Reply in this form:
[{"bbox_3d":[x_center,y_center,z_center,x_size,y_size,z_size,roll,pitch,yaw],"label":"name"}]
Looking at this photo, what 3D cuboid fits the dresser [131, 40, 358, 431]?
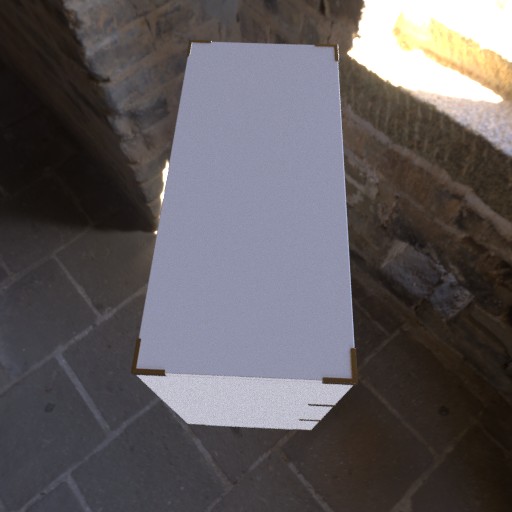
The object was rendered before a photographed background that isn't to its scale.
[{"bbox_3d":[0.000,0.000,1.523,0.460,0.891,1.022,2,62,1],"label":"dresser"}]
